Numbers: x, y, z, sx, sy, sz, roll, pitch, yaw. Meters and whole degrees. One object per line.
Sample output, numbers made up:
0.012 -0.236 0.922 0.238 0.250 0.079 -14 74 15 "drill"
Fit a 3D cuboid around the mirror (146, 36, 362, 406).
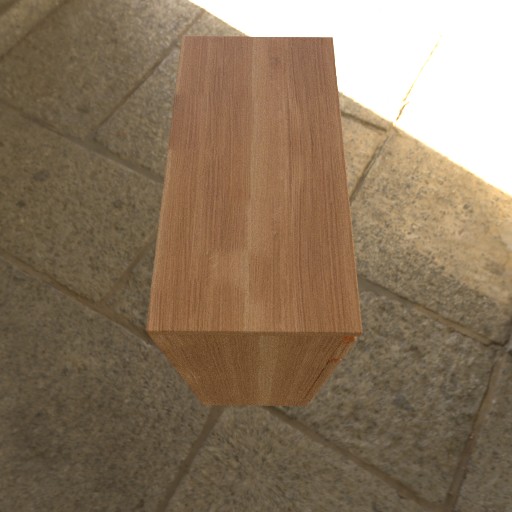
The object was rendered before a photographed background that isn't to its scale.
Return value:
0.000 0.000 1.440 0.400 1.000 0.800 0 64 0 "mirror"
